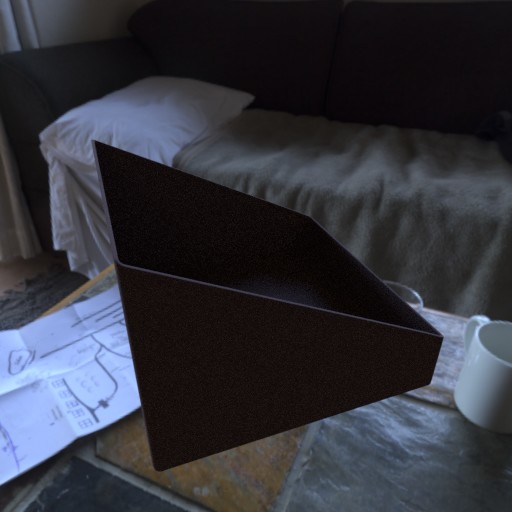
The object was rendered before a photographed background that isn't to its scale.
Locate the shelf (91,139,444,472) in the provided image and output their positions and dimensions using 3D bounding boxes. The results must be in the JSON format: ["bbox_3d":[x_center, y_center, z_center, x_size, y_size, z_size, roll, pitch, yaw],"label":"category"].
[{"bbox_3d":[0.000,0.000,0.483,0.292,0.210,0.292,-11,32,-18],"label":"shelf"}]
